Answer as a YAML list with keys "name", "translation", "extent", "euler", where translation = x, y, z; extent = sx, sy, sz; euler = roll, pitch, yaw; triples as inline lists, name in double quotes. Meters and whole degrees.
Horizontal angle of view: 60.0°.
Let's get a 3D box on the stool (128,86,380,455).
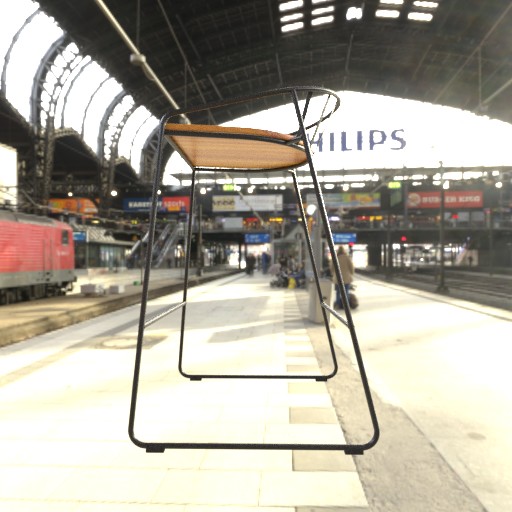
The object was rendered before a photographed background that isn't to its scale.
- name: "stool"
  translation: [0.000, 0.000, 1.181]
  extent: [0.521, 0.812, 0.546]
  euler: [0, 0, 1]
